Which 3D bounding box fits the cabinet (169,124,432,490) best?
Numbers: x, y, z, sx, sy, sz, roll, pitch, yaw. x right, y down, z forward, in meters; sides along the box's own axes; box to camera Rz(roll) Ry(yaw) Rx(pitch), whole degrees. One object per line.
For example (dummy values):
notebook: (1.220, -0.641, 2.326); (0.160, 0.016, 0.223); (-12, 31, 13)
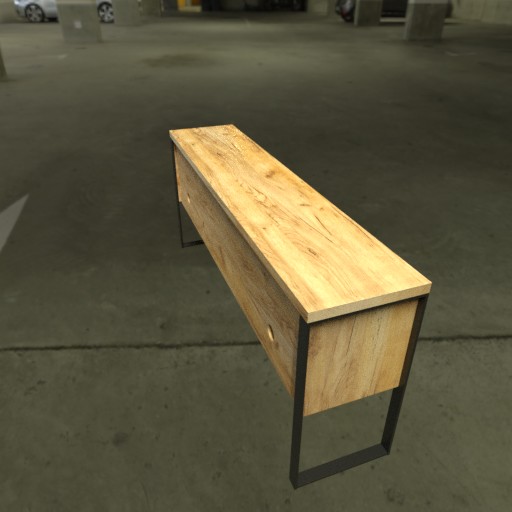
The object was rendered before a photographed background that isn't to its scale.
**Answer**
cabinet: (0.000, 0.000, 2.093); (0.395, 0.762, 1.800); (-11, 33, -18)
